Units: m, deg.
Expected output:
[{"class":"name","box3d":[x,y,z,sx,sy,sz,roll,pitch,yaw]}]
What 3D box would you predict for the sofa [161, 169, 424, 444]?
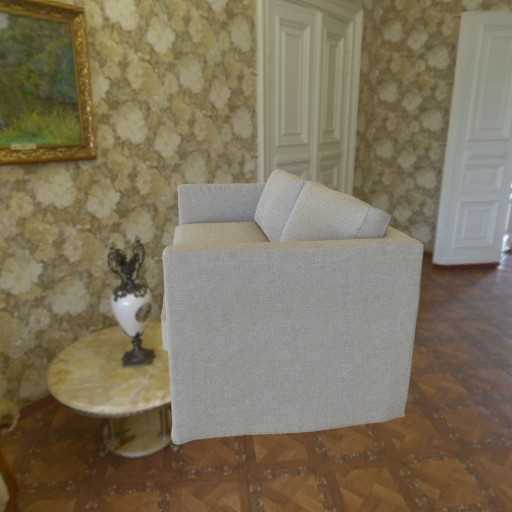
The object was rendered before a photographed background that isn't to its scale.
[{"class":"sofa","box3d":[0.000,0.000,2.504,0.956,0.847,1.987,-2,16,-8]}]
